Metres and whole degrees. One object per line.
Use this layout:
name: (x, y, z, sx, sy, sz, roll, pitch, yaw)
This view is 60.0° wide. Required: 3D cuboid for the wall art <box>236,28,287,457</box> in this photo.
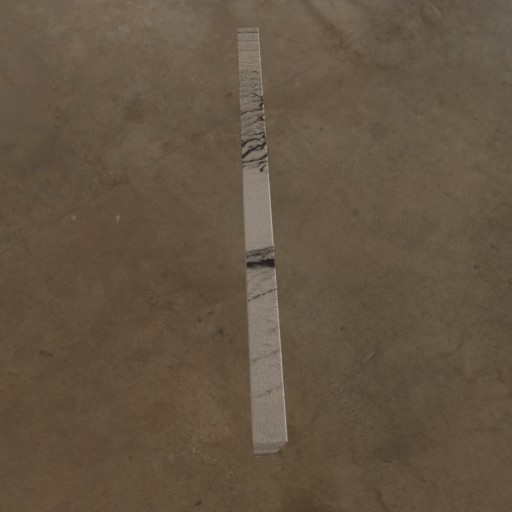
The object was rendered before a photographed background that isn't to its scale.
wall art: (0.000, 0.000, 0.757, 0.035, 0.407, 0.613, -2, 64, -1)
